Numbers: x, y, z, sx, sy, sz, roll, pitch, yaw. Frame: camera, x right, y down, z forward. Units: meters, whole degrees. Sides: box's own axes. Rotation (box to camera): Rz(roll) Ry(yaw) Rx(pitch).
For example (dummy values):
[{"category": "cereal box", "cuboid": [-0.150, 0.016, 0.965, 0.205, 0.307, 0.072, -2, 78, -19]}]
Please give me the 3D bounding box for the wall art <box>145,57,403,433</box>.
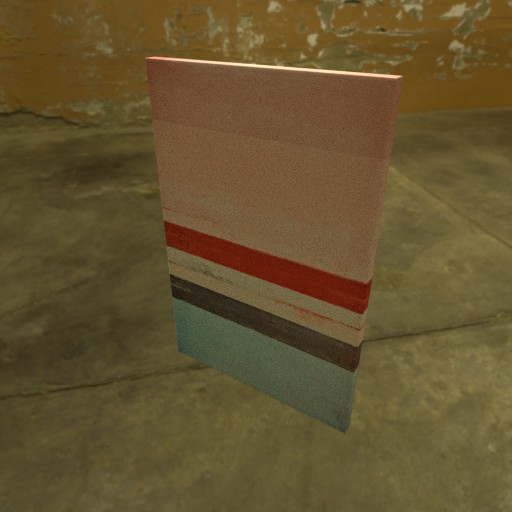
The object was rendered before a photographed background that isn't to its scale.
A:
[{"category": "wall art", "cuboid": [0.000, 0.000, 1.151, 0.610, 0.914, 0.038, 18, 34, 29]}]
